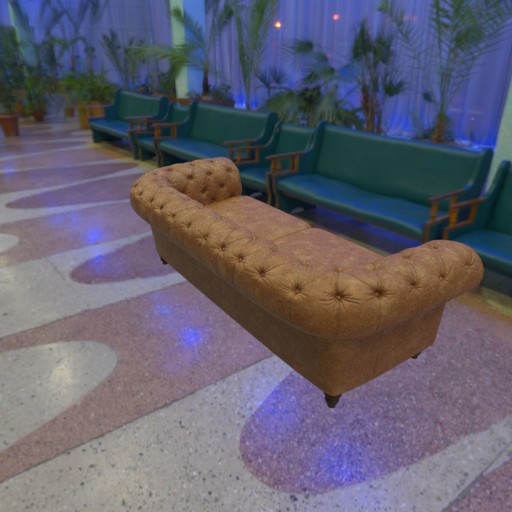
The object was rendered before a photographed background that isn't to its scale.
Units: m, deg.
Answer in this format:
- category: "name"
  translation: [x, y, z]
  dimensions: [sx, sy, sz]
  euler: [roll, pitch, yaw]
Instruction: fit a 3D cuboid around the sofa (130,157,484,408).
- category: "sofa"
  translation: [0.000, 0.000, 2.790]
  dimensions: [0.989, 0.760, 2.365]
  euler: [-17, 31, -31]
